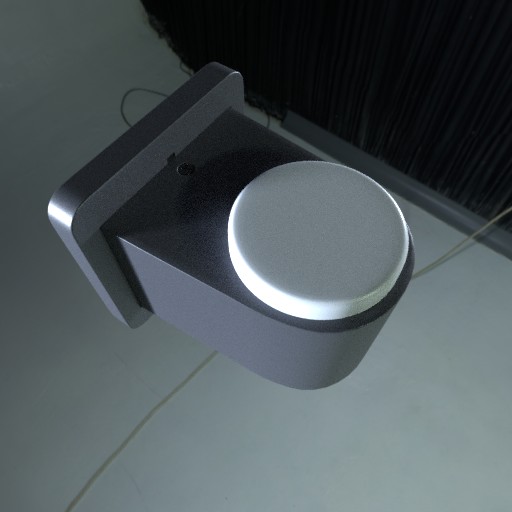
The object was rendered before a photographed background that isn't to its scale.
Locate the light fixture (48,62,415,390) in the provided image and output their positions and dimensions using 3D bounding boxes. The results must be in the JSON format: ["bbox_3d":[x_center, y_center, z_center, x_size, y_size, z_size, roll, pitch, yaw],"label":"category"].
[{"bbox_3d":[0.000,0.000,0.212,0.132,0.109,0.109,31,63,17],"label":"light fixture"}]
